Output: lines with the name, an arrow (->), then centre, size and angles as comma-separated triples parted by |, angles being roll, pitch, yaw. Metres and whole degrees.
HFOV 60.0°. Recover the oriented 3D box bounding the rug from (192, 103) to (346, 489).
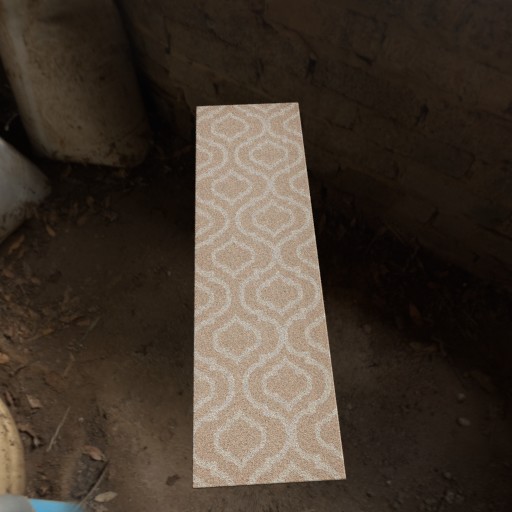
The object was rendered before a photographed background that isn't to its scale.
rug -> 0.000, 0.000, 2.494 | 0.691, 0.013, 2.289 | -3, 64, -1
